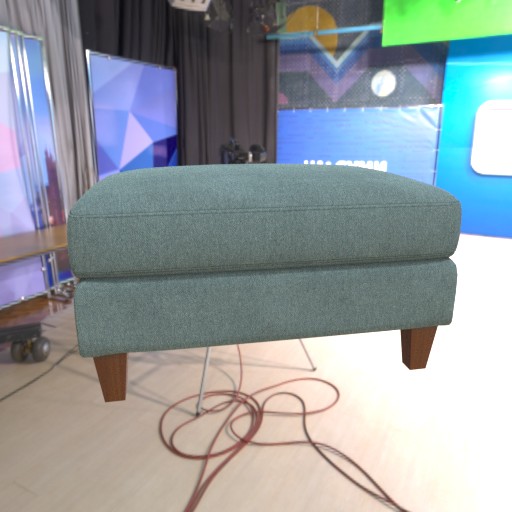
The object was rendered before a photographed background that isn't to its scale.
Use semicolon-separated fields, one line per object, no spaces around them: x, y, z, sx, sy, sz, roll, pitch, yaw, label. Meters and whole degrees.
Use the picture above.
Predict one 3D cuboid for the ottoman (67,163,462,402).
0.000;0.000;1.213;0.864;0.483;0.584;-3;17;-10;ottoman
